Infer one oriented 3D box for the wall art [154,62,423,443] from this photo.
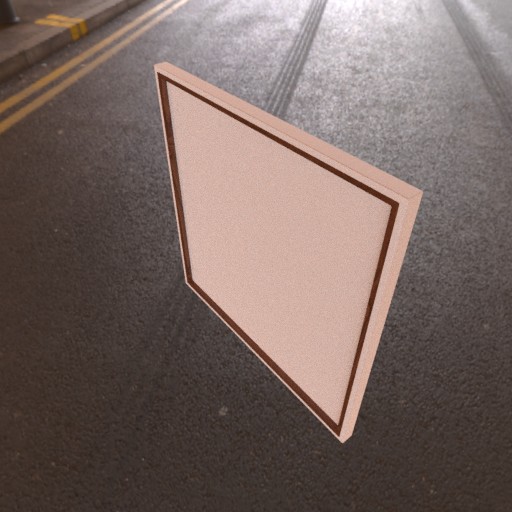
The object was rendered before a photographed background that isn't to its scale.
[{"bbox_3d":[0.000,0.000,1.503,0.049,1.009,1.009,-28,49,-28],"label":"wall art"}]
